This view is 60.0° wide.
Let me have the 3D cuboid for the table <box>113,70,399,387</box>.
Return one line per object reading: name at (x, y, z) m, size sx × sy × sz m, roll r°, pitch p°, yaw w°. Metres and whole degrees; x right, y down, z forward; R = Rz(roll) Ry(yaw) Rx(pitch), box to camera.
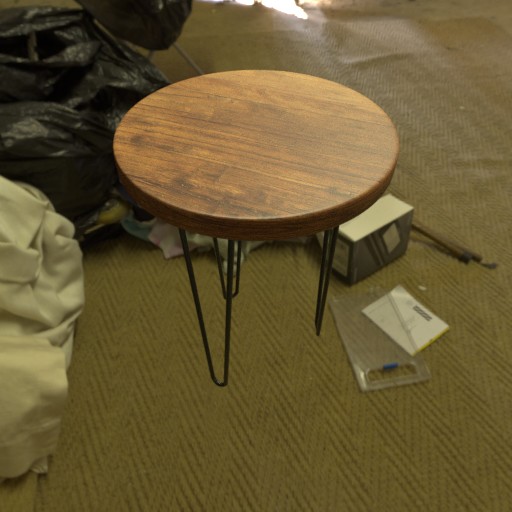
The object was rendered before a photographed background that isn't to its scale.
table at (0.000, 0.000, 0.816) m, size 0.400 × 0.520 × 0.400 m, roll 0°, pitch 45°, yaw 0°
